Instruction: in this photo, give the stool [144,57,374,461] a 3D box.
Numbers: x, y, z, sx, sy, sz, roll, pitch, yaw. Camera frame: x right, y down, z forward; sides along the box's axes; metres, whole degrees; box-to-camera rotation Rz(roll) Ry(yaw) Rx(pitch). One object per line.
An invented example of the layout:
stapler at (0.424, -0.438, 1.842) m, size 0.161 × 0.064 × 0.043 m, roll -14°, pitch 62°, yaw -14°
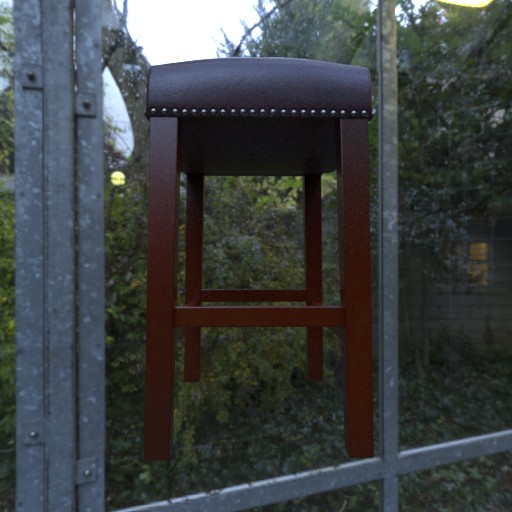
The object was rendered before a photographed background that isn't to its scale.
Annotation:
stool at (0.000, 0.000, 0.952) m, size 0.372 × 0.657 × 0.504 m, roll 0°, pitch -1°, yaw -1°
